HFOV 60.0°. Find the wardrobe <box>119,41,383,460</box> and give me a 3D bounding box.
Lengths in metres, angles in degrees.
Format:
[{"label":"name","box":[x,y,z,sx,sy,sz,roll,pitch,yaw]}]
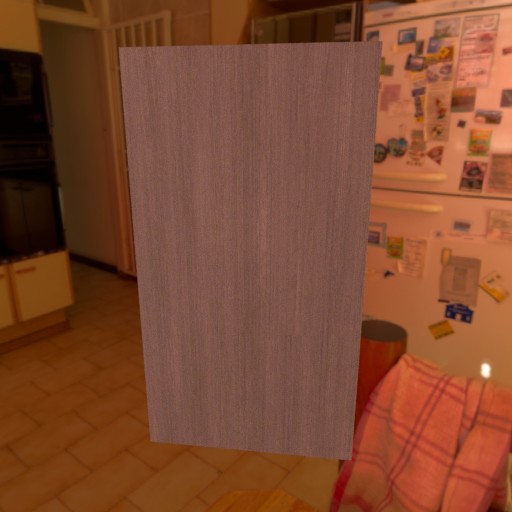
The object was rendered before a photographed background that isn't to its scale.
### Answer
[{"label":"wardrobe","box":[0.000,0.000,2.175,0.991,1.808,0.577,2,17,7]}]
